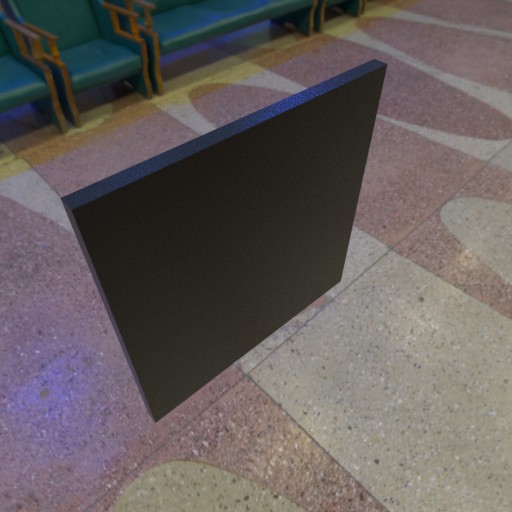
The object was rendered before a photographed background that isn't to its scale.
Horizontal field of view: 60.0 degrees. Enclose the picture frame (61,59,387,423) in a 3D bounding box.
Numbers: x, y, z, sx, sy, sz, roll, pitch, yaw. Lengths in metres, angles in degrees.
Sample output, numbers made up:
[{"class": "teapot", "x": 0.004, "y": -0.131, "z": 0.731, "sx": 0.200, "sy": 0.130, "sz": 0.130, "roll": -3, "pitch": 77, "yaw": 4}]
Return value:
[{"class": "picture frame", "x": 0.000, "y": 0.000, "z": 0.817, "sx": 0.559, "sy": 0.557, "sz": 0.029, "roll": -33, "pitch": 55, "yaw": -27}]
